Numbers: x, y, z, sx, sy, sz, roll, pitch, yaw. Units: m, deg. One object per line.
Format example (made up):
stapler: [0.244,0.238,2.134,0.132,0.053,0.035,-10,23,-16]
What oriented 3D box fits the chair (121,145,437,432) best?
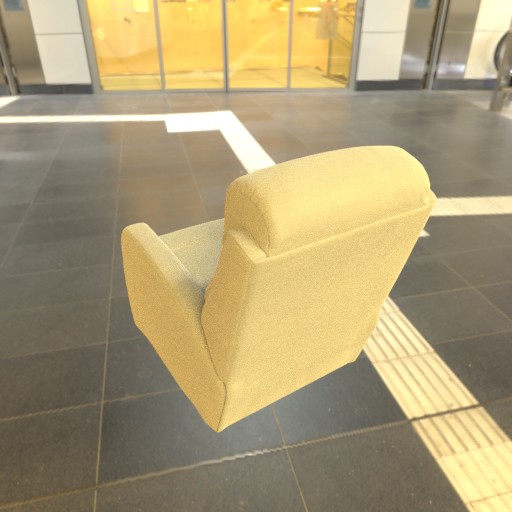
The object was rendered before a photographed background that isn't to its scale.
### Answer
chair: [0.000,0.000,1.704,0.798,1.013,1.043,-18,35,-28]
